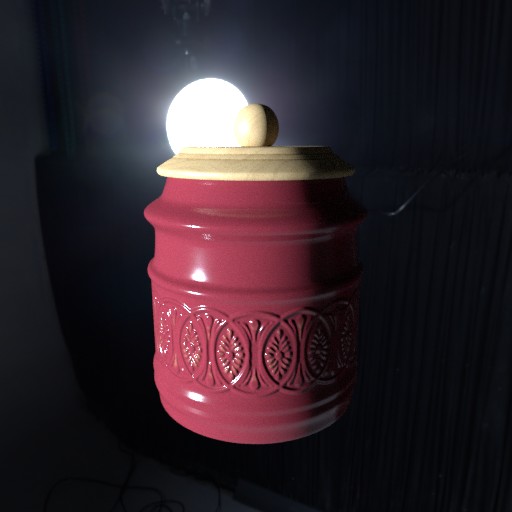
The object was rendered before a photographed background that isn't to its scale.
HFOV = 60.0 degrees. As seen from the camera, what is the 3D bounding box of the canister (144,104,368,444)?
[{"bbox_3d":[0.000,0.000,0.271,0.130,0.176,0.130,0,14,0],"label":"canister"}]
